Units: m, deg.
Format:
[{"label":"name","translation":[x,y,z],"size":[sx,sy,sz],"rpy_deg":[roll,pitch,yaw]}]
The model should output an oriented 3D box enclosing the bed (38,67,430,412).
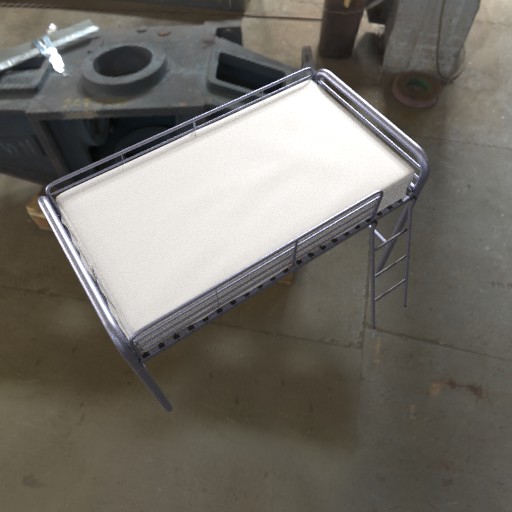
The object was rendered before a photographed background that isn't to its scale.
[{"label":"bed","translation":[0.000,0.000,2.904],"size":[1.965,1.288,1.415],"rpy_deg":[-30,63,-17]}]
